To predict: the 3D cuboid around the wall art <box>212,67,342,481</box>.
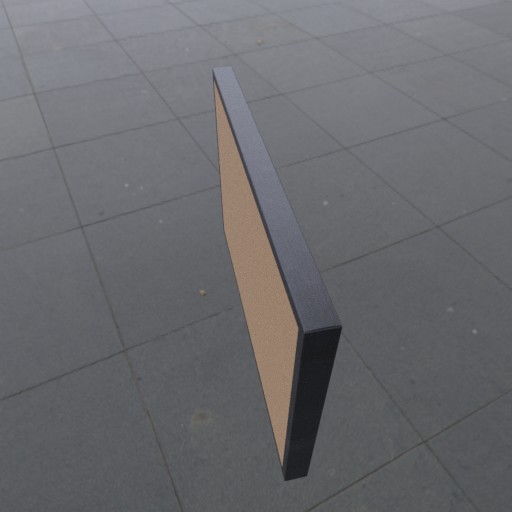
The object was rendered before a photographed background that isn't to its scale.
[{"bbox_3d":[0.000,0.000,0.770,0.038,0.409,0.610,-9,46,-8],"label":"wall art"}]
